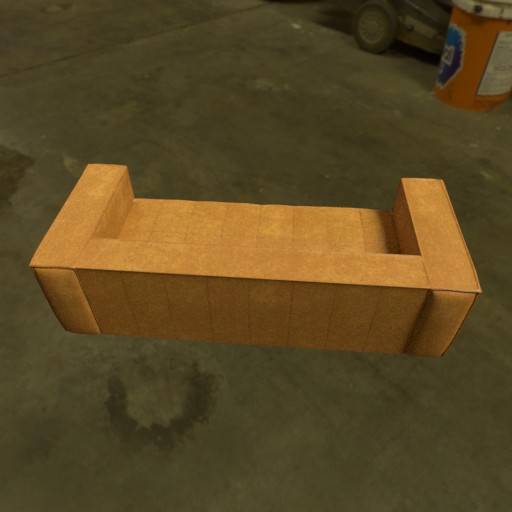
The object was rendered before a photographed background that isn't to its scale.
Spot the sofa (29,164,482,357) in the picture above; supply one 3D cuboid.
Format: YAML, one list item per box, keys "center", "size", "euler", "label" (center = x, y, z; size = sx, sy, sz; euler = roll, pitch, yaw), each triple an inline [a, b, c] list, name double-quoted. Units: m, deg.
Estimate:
- center: [0.000, 0.000, 3.049]
  size: [2.581, 0.701, 1.102]
  euler: [3, 45, 3]
  label: "sofa"
